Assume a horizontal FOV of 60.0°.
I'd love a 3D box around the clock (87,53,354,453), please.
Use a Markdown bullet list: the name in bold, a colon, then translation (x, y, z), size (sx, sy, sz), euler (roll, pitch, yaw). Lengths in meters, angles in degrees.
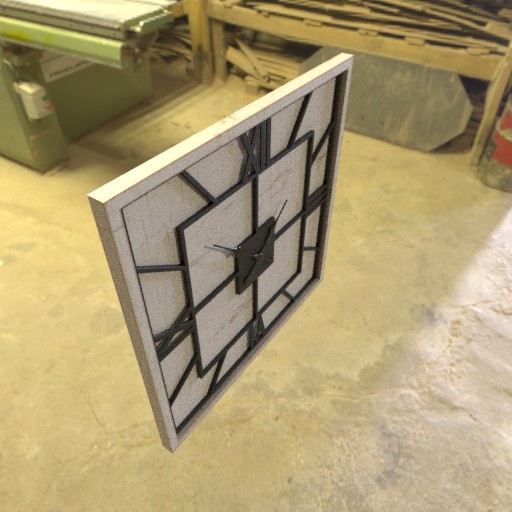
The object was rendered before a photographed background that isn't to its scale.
- **clock**: translation (0.000, 0.000, 1.015), size (0.032, 0.705, 0.705), euler (26, 48, 26)
